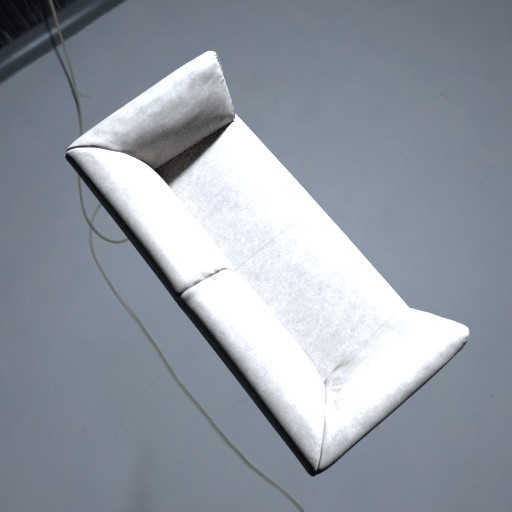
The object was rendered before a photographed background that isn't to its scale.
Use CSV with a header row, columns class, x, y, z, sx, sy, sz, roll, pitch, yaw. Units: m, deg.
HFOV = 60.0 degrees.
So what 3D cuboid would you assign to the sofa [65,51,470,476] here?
class,x,y,z,sx,sy,sz,roll,pitch,yaw
sofa,0.000,0.000,2.306,0.905,0.747,1.878,-38,79,-9
